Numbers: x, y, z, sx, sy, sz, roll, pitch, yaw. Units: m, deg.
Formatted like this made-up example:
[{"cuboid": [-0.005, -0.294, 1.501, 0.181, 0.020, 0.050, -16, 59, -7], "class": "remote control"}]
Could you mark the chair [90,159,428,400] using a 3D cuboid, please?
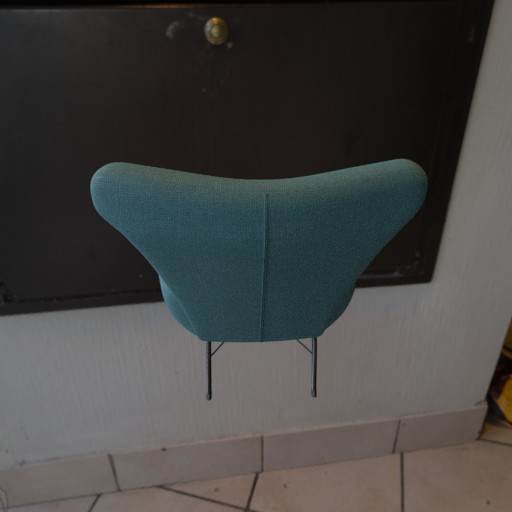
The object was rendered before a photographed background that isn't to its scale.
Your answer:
[{"cuboid": [0.000, 0.000, 1.848, 1.050, 0.980, 0.900, -2, 29, -3], "class": "chair"}]
